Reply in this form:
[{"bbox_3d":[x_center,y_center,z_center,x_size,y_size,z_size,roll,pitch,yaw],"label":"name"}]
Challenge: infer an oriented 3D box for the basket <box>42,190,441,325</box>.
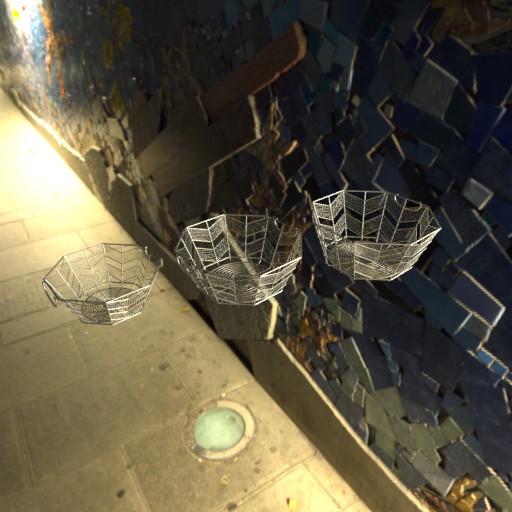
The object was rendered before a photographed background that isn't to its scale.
[{"bbox_3d":[0.000,0.000,1.410,1.246,0.178,0.432,-9,32,-15],"label":"basket"}]
